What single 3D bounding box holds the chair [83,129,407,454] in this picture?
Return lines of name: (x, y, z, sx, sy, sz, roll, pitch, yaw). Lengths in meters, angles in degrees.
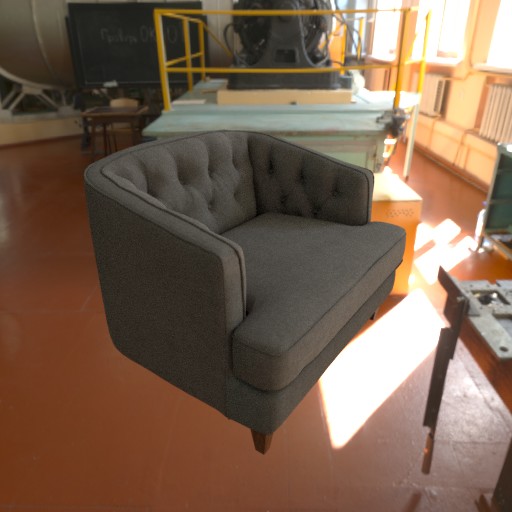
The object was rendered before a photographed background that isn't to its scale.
chair: (0.000, 0.000, 1.807, 0.941, 0.852, 1.104, 17, 31, 31)
